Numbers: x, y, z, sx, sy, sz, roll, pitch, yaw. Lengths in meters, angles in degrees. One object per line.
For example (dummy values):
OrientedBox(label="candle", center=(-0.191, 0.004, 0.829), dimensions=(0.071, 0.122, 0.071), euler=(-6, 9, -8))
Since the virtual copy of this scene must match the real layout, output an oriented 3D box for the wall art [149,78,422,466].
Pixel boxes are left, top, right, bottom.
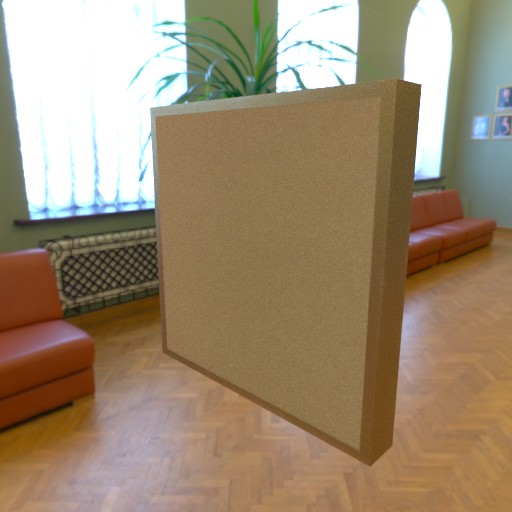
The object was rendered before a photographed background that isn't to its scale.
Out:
OrientedBox(label="wall art", center=(0.000, 0.000, 0.452), dimensions=(0.306, 0.305, 0.038), euler=(13, 19, 43))
